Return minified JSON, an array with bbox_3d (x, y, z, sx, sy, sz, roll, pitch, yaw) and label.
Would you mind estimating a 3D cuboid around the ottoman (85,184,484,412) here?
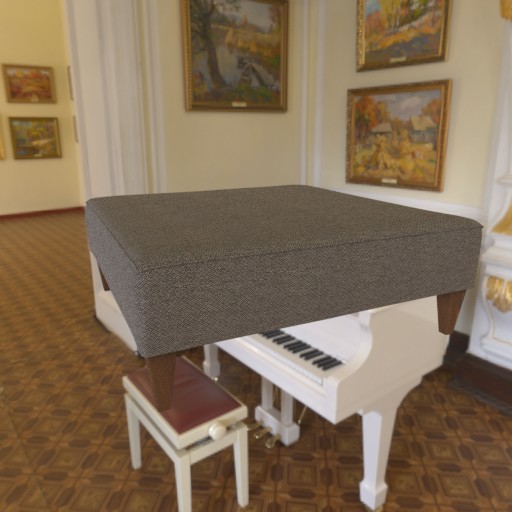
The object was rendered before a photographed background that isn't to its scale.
[{"bbox_3d":[0.000,0.000,1.495,0.981,0.378,0.970,-8,17,-25],"label":"ottoman"}]
